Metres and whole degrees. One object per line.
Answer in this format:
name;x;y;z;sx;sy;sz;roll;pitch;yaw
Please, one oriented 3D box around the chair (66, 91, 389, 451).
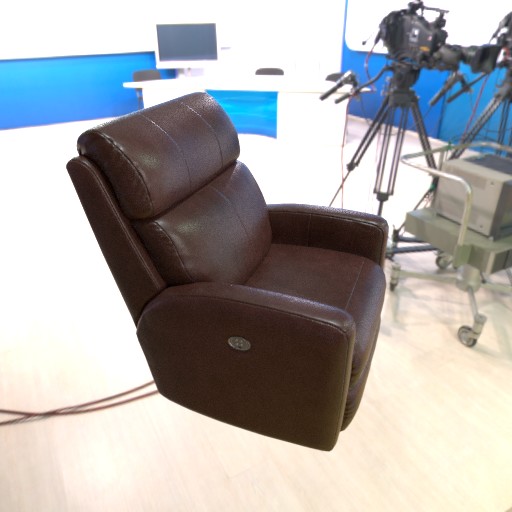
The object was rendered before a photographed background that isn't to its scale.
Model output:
chair;0.000;0.000;1.634;0.939;1.016;0.787;12;32;19
